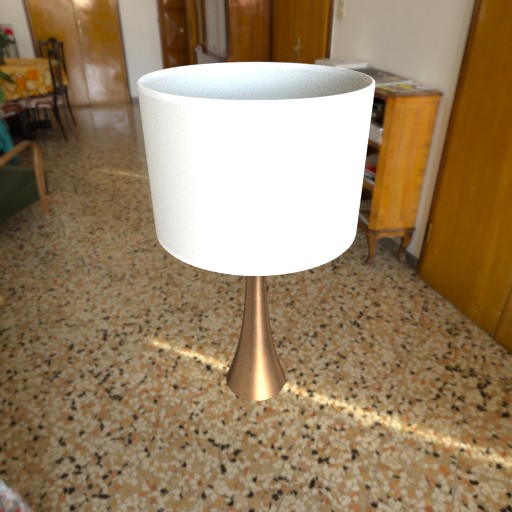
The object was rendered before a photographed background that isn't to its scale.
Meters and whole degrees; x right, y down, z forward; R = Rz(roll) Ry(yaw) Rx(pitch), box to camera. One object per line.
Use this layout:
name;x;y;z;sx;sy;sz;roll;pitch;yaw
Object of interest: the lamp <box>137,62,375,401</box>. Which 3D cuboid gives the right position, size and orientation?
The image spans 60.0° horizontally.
lamp;0.000;0.000;0.632;0.268;0.479;0.268;20;36;30
